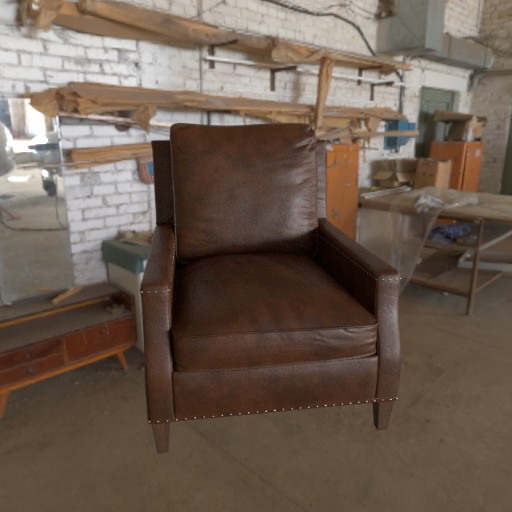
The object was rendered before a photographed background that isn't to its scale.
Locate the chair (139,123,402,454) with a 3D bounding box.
[{"bbox_3d":[0.000,0.000,1.813,0.854,1.054,1.035,-2,16,-9],"label":"chair"}]
